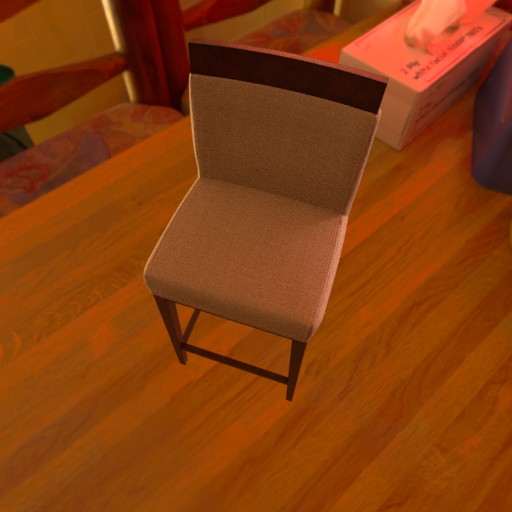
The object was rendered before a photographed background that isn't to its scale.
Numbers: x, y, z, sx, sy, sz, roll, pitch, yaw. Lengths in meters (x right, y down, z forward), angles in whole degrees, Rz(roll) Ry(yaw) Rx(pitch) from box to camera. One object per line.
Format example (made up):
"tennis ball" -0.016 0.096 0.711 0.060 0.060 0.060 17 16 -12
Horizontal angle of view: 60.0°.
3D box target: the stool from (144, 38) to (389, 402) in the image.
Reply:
"stool" 0.000 0.000 1.289 0.463 1.011 0.480 16 59 10
